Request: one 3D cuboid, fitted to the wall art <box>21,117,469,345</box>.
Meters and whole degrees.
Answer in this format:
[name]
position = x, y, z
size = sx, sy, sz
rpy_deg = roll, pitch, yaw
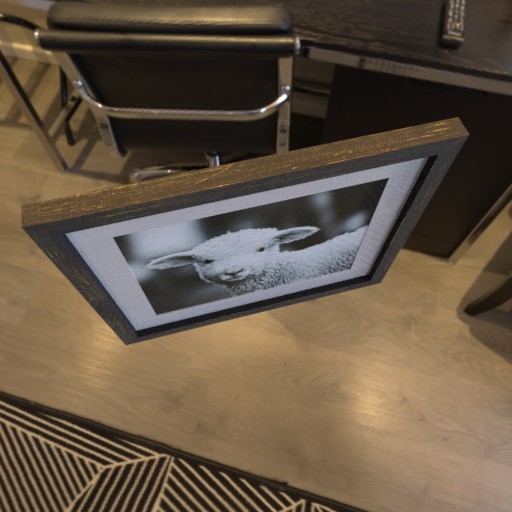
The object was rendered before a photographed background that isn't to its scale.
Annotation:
[wall art]
position = 0.000, 0.000, 0.745
size = 0.558, 0.457, 0.032
rpy_deg = -13, 63, -7
